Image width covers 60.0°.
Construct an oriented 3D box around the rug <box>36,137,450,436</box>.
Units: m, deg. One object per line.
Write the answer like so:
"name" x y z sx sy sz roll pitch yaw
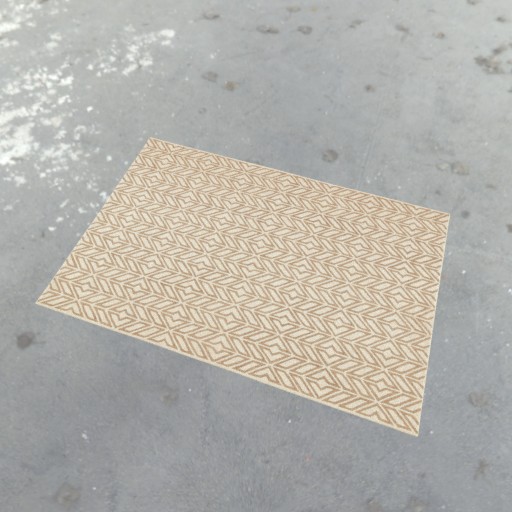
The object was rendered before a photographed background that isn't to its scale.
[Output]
"rug" 0.000 0.000 2.285 1.828 0.007 1.220 16 59 10
